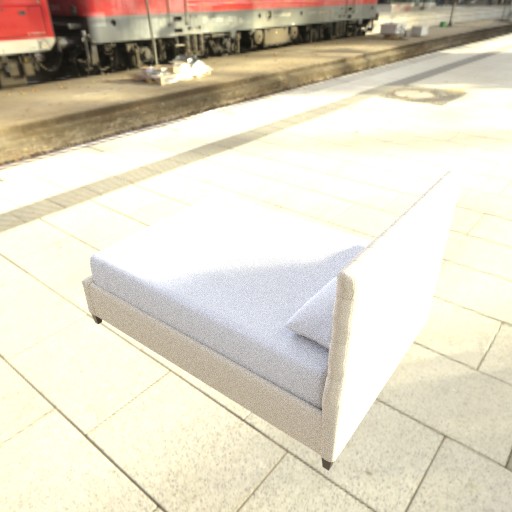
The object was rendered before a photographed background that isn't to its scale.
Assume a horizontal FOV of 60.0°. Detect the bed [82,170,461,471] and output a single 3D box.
[{"bbox_3d":[0.000,0.000,3.488,2.387,1.427,1.698,21,37,31],"label":"bed"}]
